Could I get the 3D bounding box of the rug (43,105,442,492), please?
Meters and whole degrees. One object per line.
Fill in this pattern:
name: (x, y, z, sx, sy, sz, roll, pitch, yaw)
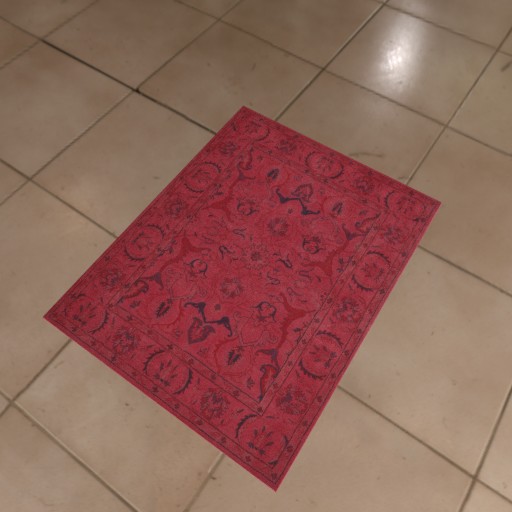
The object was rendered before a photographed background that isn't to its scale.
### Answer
rug: (0.000, 0.000, 3.941, 2.300, 0.012, 2.929, 31, 66, 15)
